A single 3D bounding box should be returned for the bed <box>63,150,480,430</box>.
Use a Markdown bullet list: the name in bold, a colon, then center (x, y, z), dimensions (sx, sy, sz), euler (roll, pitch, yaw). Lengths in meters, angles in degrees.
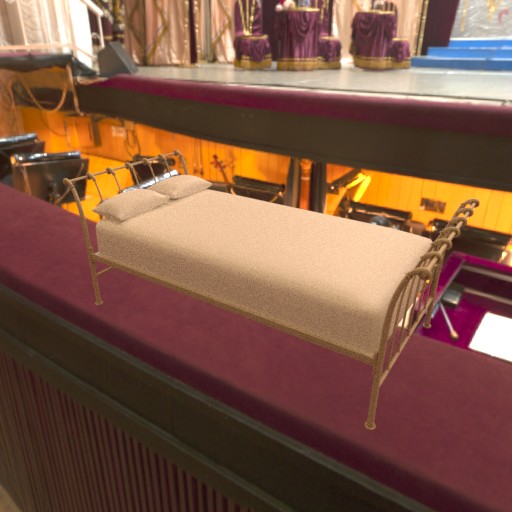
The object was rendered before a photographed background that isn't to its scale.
- **bed**: center (0.000, 0.000, 2.744), dimensions (2.228, 0.873, 1.032), euler (16, 30, 30)
